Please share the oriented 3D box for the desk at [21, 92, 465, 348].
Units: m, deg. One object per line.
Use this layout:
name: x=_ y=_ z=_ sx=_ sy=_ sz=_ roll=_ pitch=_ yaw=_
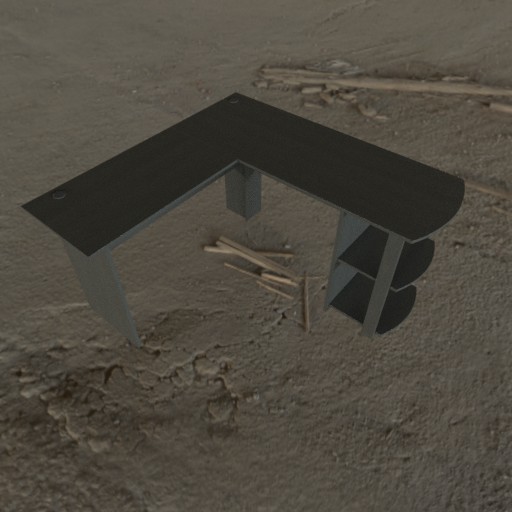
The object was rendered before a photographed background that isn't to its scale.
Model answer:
desk: x=0.000 y=0.000 z=2.070 sx=1.361 sy=0.716 sz=1.303 roll=30 pitch=53 yaw=27
